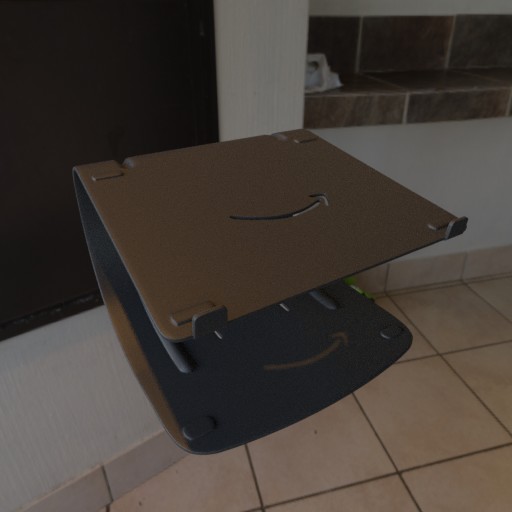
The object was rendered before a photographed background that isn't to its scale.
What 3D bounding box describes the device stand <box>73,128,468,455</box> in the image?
[{"bbox_3d":[0.000,0.000,0.391,0.256,0.155,0.236,-18,34,-28],"label":"device stand"}]
